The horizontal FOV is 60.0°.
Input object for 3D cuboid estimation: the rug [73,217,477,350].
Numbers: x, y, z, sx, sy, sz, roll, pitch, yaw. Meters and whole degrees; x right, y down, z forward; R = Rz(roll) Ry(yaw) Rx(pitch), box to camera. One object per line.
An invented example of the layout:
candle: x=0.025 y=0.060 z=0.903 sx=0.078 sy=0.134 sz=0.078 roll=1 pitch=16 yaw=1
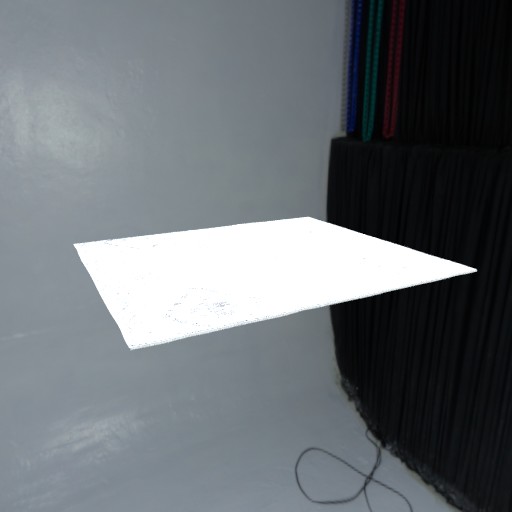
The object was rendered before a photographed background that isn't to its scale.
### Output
rug: x=0.000 y=0.000 z=0.907 sx=0.639 sy=0.006 sz=0.548 roll=-9 pitch=19 yaw=-27
